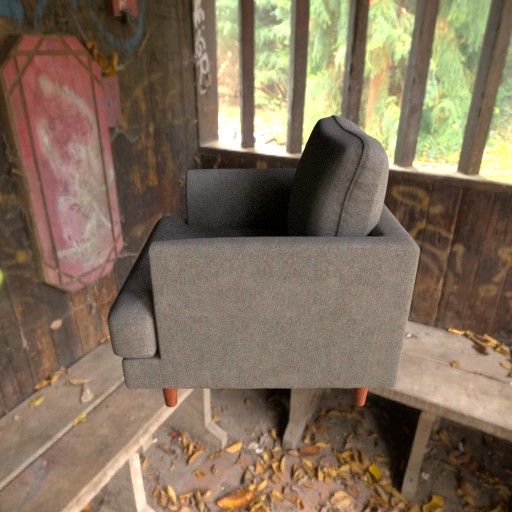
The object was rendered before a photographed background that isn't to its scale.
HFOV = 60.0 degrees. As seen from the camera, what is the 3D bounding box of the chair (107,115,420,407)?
[{"bbox_3d":[0.000,0.000,1.662,0.899,0.957,0.858,0,26,0],"label":"chair"}]
